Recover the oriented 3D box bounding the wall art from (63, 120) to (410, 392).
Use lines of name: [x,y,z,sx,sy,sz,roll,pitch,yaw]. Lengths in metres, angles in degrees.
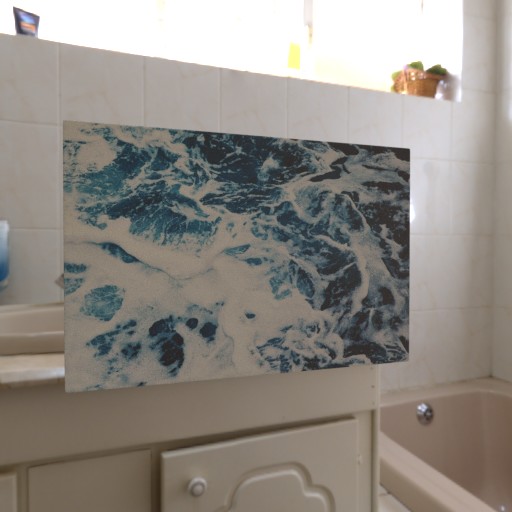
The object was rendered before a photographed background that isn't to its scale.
wall art: [0.000,0.000,1.149,0.915,0.610,0.042,0,1,-18]
